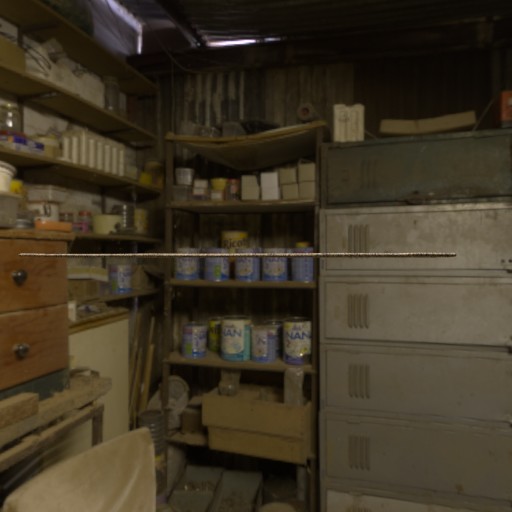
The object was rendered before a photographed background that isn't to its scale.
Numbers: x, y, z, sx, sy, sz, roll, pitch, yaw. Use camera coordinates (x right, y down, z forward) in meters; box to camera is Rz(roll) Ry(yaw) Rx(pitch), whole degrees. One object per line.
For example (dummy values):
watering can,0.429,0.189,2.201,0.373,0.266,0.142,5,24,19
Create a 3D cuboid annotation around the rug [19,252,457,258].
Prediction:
rug,0.000,0.000,4.190,3.199,0.036,2.414,0,0,18
